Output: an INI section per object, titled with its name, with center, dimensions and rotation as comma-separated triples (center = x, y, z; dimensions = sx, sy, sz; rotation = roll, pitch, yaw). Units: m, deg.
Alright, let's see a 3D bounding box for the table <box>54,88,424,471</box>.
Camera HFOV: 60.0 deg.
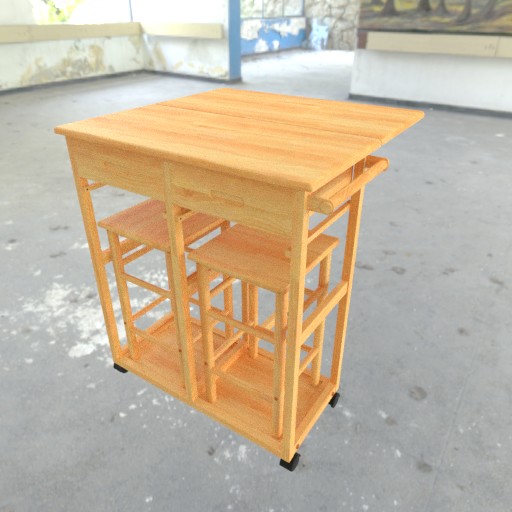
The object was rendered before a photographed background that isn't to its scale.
[table]
center = 0.000, 0.000, 1.374
dimensions = 0.752, 0.832, 0.693
rotation = 18, 35, 29
